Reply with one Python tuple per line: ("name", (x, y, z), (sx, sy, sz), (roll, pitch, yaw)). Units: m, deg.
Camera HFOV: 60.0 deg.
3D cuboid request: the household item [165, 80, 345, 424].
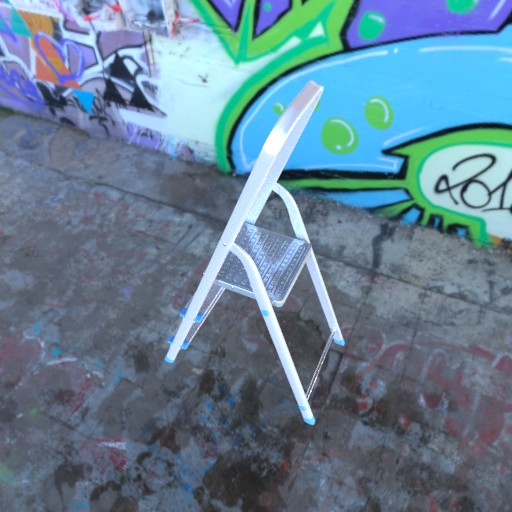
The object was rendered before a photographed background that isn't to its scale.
("household item", (0.000, 0.000, 1.519), (0.687, 1.215, 0.420), (18, 49, 17))
